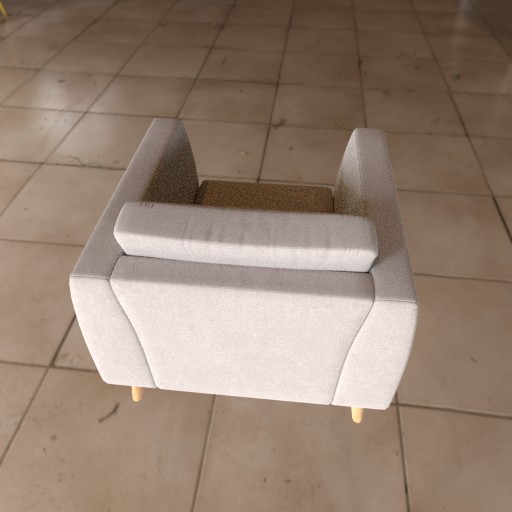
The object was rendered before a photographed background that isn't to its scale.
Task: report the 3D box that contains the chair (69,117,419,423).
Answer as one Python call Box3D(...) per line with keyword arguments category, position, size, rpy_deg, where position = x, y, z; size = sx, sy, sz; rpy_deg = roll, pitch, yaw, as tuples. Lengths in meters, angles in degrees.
Box3D(category="chair", position=(0.000, 0.000, 1.693), size=(1.000, 0.860, 0.930), rpy_deg=(4, 45, 4))
